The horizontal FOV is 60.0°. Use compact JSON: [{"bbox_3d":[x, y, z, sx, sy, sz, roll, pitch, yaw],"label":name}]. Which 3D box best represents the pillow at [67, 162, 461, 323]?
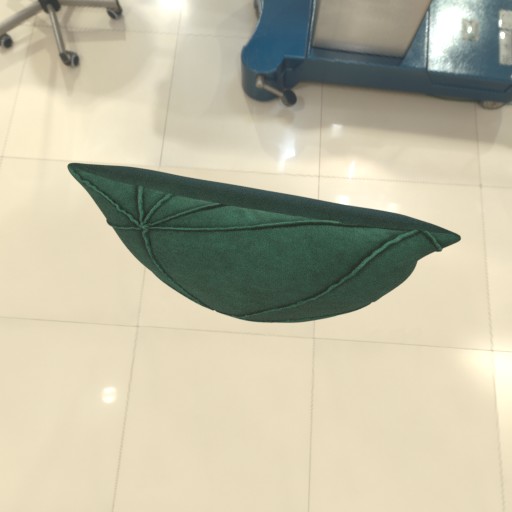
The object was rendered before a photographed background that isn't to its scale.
[{"bbox_3d":[0.000,0.000,0.677,0.439,0.440,0.184,10,75,3],"label":"pillow"}]
